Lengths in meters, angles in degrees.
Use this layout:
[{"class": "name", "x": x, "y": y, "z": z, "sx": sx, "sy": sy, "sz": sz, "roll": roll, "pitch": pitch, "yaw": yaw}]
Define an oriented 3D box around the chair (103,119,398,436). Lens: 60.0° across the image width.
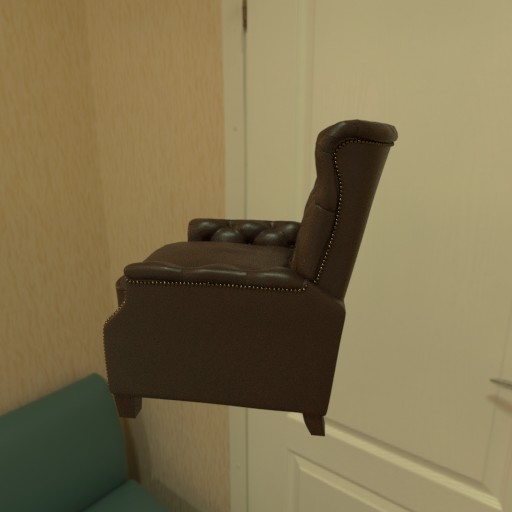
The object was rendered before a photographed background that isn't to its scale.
[{"class": "chair", "x": 0.000, "y": 0.000, "z": 1.490, "sx": 0.823, "sy": 0.864, "sz": 0.709, "roll": 2, "pitch": 16, "yaw": 8}]
